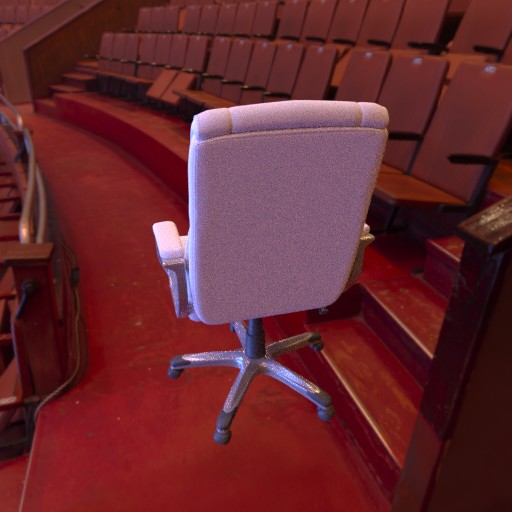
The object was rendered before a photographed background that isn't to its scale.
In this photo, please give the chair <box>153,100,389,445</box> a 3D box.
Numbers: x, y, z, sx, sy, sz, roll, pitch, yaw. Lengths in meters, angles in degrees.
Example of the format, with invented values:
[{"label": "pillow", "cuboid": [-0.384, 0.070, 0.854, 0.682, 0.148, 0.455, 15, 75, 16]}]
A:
[{"label": "chair", "cuboid": [0.000, 0.000, 1.553, 0.687, 1.120, 0.738, -7, 28, -14]}]
